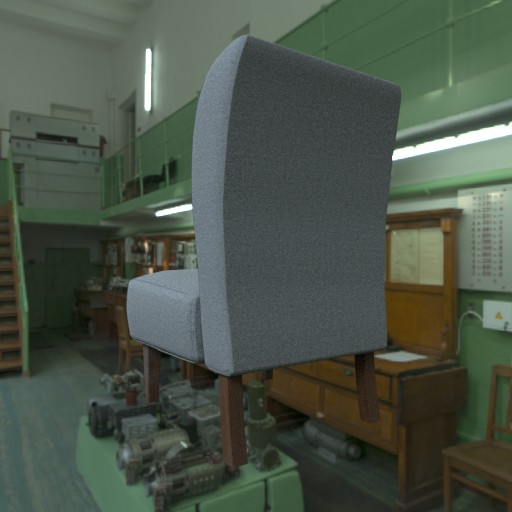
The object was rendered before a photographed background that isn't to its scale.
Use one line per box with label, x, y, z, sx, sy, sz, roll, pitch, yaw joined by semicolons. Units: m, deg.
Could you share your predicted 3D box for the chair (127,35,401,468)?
chair;0.000;0.000;1.155;0.513;0.804;0.592;0;0;-35
